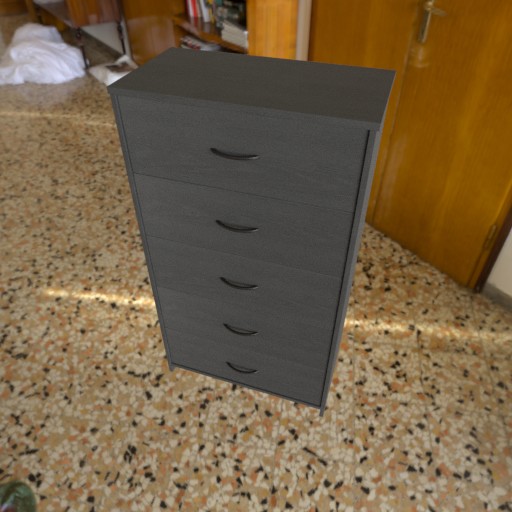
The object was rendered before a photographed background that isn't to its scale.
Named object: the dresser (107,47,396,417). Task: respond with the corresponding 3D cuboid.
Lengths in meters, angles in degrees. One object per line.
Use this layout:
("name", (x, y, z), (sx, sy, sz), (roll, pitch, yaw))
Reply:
("dresser", (0.000, 0.000, 1.603), (0.704, 1.255, 0.399), (12, 42, 14))
